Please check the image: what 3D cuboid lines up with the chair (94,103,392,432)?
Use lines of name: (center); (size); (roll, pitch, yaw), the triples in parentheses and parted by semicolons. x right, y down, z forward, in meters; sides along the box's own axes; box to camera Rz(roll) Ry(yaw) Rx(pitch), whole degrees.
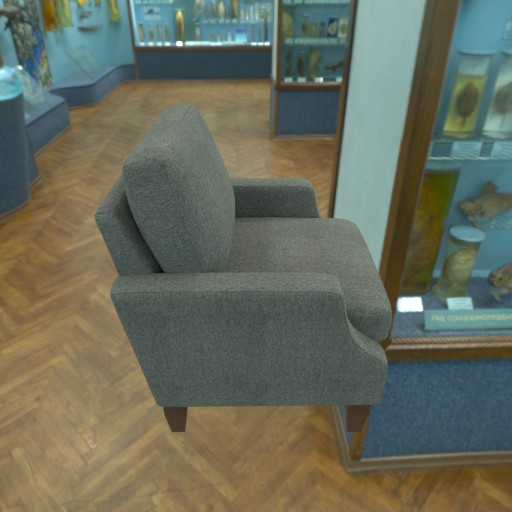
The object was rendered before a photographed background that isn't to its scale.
chair: (0.000, 0.000, 1.656); (0.897, 0.993, 0.855); (0, 32, 0)
